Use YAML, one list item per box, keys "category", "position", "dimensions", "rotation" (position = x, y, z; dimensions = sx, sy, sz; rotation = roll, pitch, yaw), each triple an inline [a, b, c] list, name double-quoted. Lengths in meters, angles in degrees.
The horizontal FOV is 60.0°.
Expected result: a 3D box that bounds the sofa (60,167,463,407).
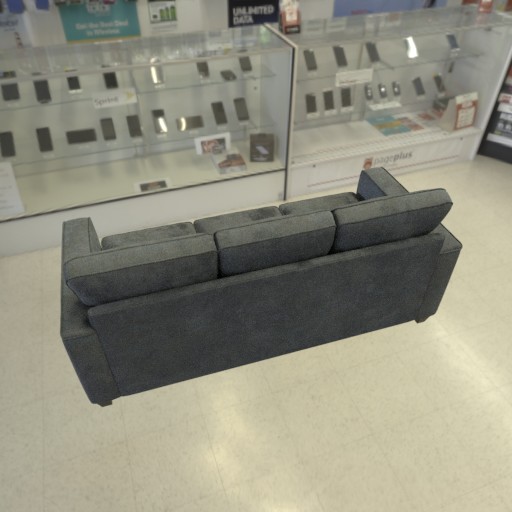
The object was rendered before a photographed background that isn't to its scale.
- category: "sofa"
  position: [0.000, 0.000, 2.638]
  dimensions: [2.133, 0.965, 0.939]
  rotation: [-12, 43, -13]
